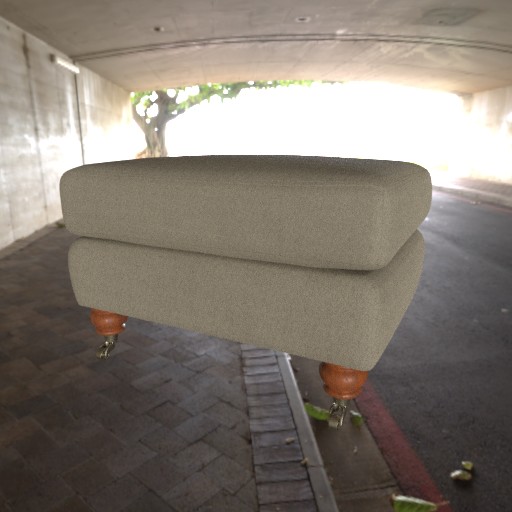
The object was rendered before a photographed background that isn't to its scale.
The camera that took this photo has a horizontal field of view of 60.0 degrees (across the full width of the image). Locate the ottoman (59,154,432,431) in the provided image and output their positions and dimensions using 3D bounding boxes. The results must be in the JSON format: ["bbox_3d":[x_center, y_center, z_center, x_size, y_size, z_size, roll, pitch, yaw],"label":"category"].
[{"bbox_3d":[0.000,0.000,1.129,0.773,0.504,0.569,7,16,27],"label":"ottoman"}]
